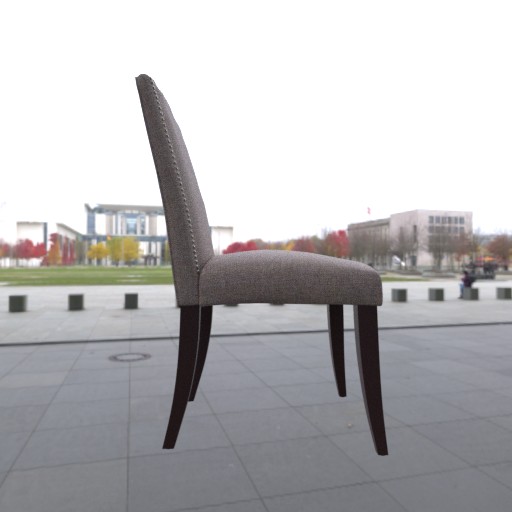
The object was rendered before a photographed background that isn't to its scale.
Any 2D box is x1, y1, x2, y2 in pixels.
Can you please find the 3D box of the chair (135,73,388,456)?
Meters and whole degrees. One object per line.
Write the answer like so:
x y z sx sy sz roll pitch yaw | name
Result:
0.000 0.000 1.374 0.660 1.016 0.513 0 -1 -1 | chair
